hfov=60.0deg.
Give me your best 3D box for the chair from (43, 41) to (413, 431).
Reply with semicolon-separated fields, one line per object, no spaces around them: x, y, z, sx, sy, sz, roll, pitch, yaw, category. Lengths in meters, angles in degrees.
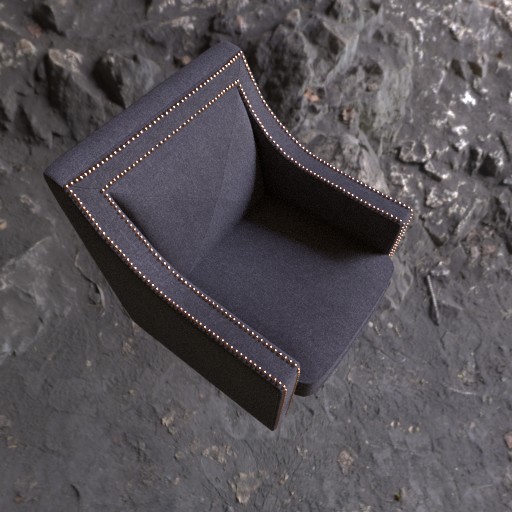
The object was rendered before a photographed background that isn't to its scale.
0.000;0.000;1.589;0.884;0.967;0.776;33;63;19;chair
